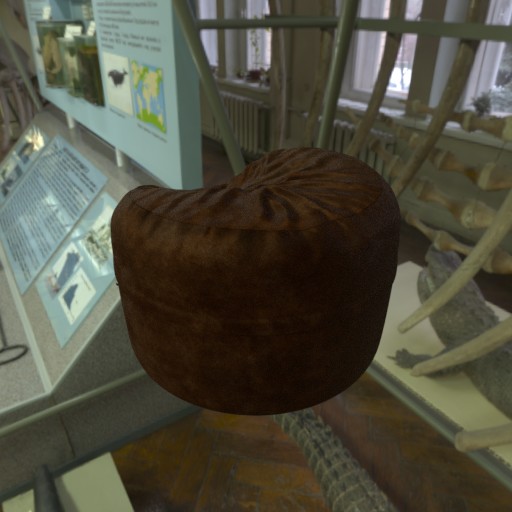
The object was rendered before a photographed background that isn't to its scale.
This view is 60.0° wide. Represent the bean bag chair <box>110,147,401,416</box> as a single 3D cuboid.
[{"bbox_3d":[0.000,0.000,1.505,0.918,0.616,0.918,0,28,0],"label":"bean bag chair"}]
